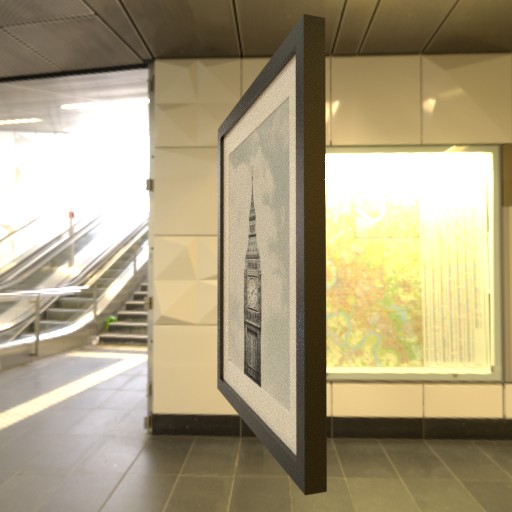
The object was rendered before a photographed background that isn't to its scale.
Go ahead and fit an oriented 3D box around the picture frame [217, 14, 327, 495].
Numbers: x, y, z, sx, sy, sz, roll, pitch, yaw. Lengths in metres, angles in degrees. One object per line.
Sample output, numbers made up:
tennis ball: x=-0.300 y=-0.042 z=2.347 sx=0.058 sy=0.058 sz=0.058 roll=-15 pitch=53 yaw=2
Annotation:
picture frame: x=0.000 y=0.000 z=0.736 sx=0.028 sy=0.556 sz=0.460 roll=0 pitch=-1 yaw=-18
